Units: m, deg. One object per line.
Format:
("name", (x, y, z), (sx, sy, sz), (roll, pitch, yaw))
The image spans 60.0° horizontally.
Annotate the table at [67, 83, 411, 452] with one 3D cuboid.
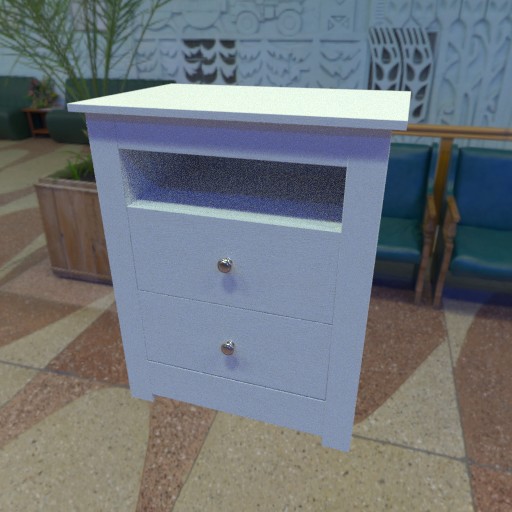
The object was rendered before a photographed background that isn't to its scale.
("table", (0.000, 0.000, 1.047), (0.589, 0.711, 0.406), (8, 27, 16))
